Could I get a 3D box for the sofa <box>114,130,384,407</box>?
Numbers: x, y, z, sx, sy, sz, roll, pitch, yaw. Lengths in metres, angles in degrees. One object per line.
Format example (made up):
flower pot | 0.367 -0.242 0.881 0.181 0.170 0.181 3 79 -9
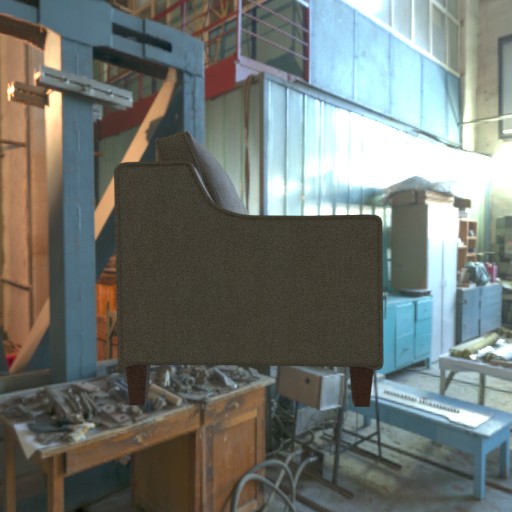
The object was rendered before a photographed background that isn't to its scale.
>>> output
sofa | 0.000 0.000 2.462 0.911 0.974 1.986 0 2 1
